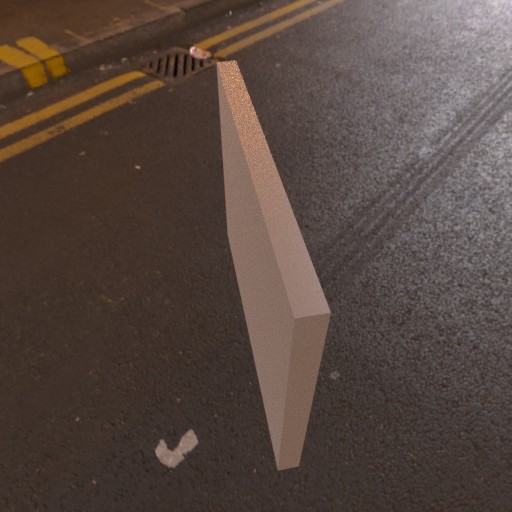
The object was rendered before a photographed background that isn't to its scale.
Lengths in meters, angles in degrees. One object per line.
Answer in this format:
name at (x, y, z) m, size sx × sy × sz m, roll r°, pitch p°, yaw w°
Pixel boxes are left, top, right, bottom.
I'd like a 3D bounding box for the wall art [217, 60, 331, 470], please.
wall art at (0.000, 0.000, 1.424) m, size 0.066 × 0.801 × 1.056 m, roll -8°, pitch 47°, yaw -7°
